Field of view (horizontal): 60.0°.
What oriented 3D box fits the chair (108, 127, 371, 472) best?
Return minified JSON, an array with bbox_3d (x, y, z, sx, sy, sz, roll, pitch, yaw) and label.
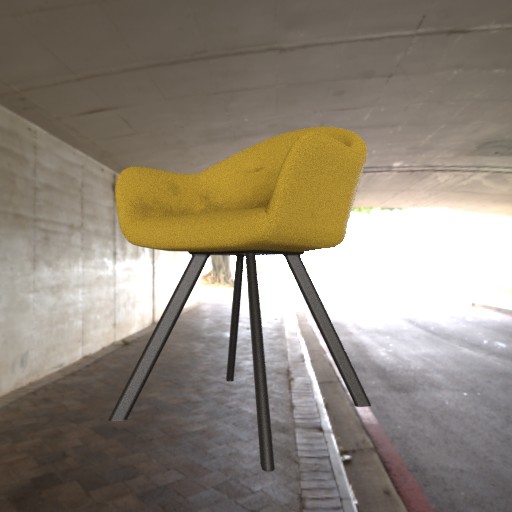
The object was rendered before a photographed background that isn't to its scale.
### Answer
[{"bbox_3d":[0.000,0.000,1.147,0.545,0.775,0.565,-1,-1,35],"label":"chair"}]
